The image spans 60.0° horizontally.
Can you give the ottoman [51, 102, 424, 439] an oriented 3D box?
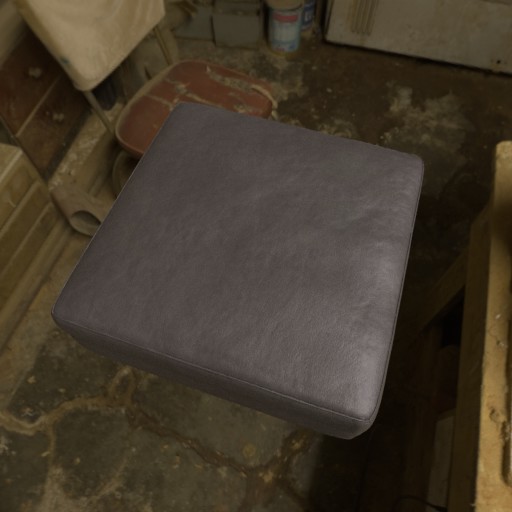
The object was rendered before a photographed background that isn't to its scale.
[{"bbox_3d":[0.000,0.000,1.343,0.836,0.415,0.844,16,61,9],"label":"ottoman"}]
